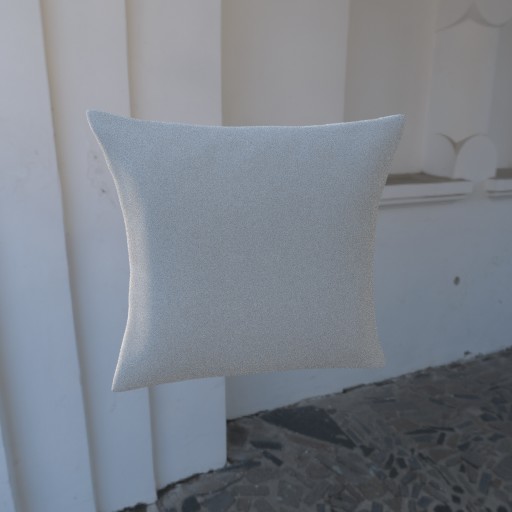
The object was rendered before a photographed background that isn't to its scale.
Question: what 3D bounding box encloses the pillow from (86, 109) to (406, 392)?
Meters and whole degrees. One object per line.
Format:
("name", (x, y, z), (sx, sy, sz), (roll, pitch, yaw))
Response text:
("pillow", (0.000, 0.000, 0.819), (0.552, 0.508, 0.166), (-2, 14, -10))
